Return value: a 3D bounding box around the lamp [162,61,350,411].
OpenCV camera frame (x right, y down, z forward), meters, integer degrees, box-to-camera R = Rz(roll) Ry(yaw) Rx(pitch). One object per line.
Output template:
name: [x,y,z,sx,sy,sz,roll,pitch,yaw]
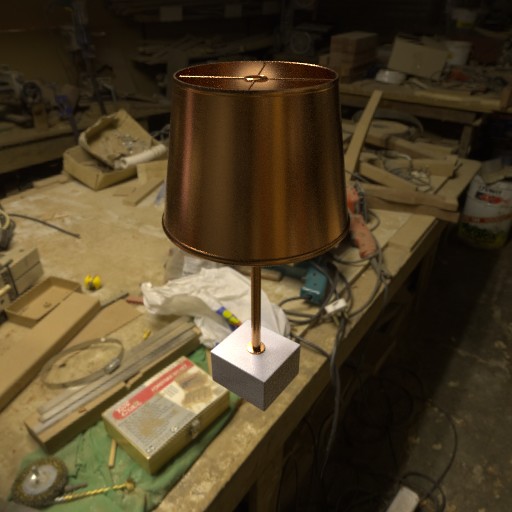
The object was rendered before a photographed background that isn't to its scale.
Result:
lamp: [0.000,0.000,0.526,0.208,0.406,0.208,0,32,0]
